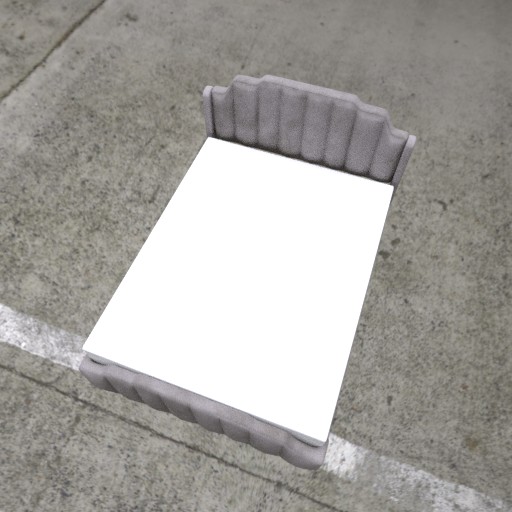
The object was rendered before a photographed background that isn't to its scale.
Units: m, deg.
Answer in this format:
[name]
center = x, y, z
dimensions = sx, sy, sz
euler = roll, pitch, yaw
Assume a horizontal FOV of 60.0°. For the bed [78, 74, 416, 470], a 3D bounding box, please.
[bed]
center = 0.000, 0.000, 3.180
dimensions = 1.676, 1.245, 2.340
euler = 17, 60, 10
